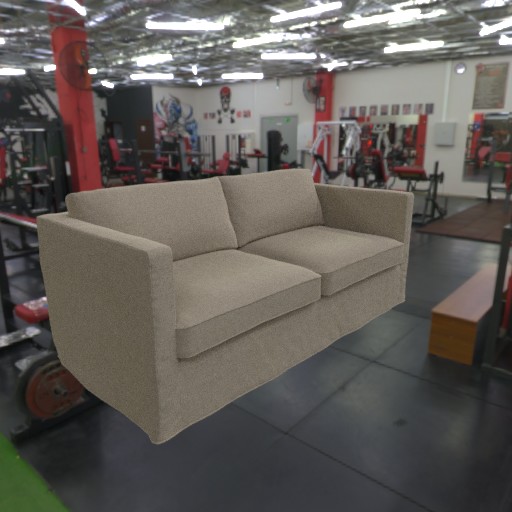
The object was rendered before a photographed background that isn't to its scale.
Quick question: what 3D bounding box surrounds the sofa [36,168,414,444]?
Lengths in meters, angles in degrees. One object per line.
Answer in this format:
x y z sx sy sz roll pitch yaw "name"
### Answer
0.000 0.000 2.468 0.956 0.847 1.987 15 21 42 "sofa"
